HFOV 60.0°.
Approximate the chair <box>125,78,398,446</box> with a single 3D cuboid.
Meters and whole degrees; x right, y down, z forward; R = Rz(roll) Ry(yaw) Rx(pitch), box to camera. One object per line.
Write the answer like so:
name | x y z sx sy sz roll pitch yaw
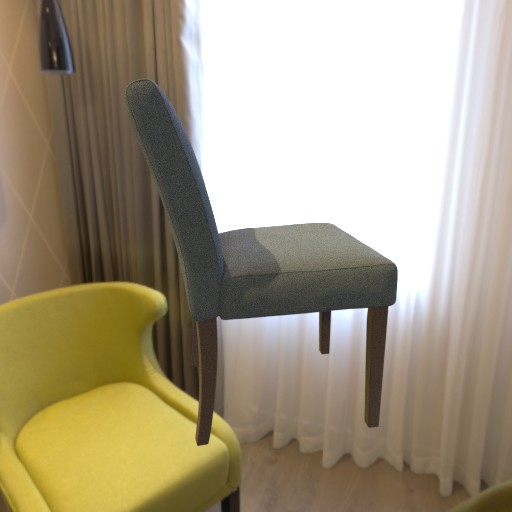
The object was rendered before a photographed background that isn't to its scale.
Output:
chair | 0.000 0.000 1.240 0.629 0.882 0.487 -3 17 -10
